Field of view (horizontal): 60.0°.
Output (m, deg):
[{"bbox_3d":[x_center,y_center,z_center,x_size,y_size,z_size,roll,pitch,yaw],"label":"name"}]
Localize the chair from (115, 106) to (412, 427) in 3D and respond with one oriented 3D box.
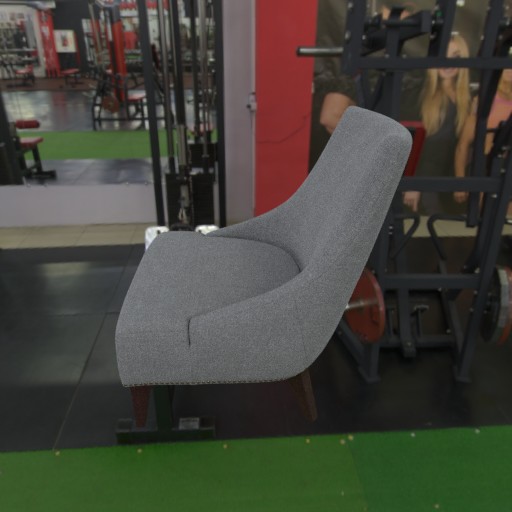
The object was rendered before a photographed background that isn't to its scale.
[{"bbox_3d":[0.000,0.000,1.515,0.861,0.909,0.701,-1,27,-2],"label":"chair"}]
